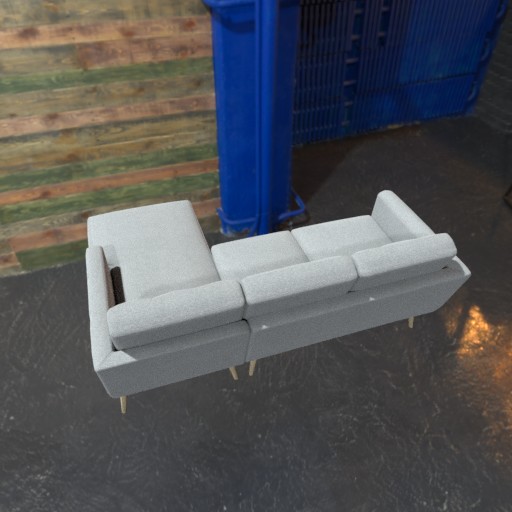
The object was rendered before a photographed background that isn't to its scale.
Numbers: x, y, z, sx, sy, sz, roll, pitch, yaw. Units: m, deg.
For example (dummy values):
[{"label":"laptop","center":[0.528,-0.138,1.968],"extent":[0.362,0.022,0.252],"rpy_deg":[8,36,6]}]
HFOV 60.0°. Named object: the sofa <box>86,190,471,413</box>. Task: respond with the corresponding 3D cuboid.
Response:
[{"label":"sofa","center":[0.000,0.000,2.851],"extent":[2.040,0.860,1.530],"rpy_deg":[-12,42,-14]}]
